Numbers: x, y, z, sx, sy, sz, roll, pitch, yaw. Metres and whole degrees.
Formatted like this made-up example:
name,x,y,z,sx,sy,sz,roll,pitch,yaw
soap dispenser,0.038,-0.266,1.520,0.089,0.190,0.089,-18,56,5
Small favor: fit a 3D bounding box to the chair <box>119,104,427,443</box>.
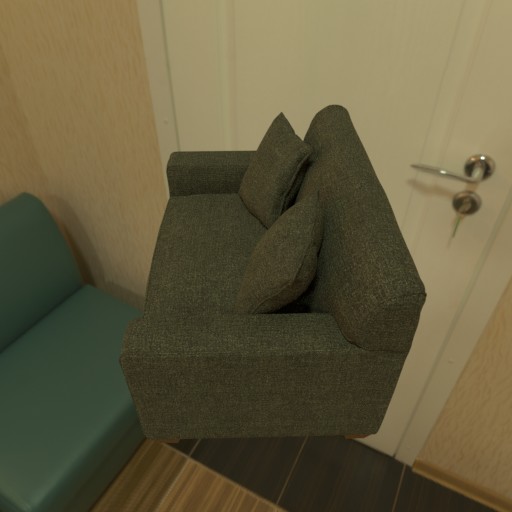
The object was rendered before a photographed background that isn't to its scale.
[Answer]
name,x,y,z,sx,sy,sz,roll,pitch,yaw
chair,0.000,0.000,2.054,1.000,0.948,1.383,-1,41,-1
